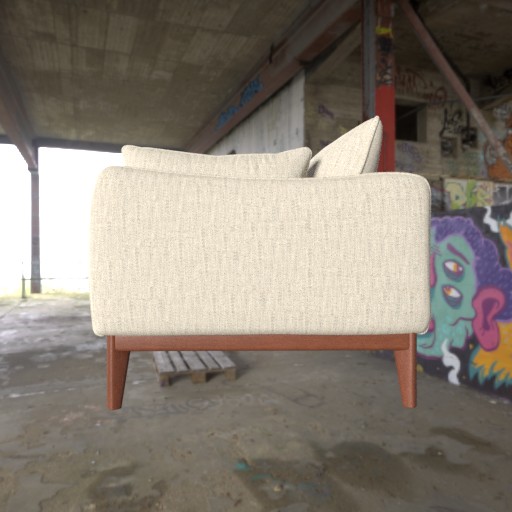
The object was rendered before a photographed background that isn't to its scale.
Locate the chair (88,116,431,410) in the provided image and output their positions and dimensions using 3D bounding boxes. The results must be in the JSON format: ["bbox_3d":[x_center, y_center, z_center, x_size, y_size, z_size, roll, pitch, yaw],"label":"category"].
[{"bbox_3d":[0.000,0.000,1.697,0.991,0.855,0.994,0,0,-1],"label":"chair"}]
